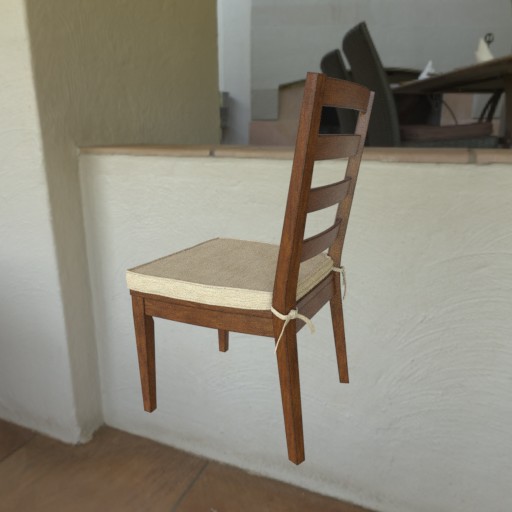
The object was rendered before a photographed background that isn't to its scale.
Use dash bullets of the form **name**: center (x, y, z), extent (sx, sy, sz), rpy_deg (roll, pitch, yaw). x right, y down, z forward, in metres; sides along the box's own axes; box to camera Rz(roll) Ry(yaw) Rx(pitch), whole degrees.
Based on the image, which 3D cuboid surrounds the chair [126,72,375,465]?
- **chair**: center (0.000, 0.000, 1.372), extent (0.595, 0.979, 0.593), rpy_deg (8, 17, 26)
